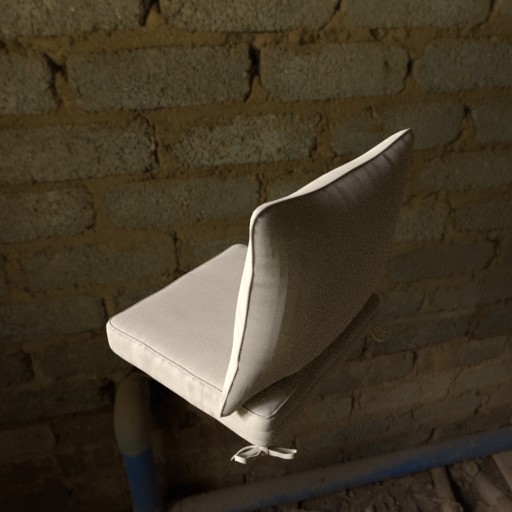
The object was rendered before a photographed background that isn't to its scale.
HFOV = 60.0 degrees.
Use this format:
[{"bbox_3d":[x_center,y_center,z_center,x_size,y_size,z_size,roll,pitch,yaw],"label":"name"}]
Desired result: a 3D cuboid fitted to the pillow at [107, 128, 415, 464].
[{"bbox_3d":[0.000,0.000,1.347,0.733,0.716,0.798,21,36,32],"label":"pillow"}]
